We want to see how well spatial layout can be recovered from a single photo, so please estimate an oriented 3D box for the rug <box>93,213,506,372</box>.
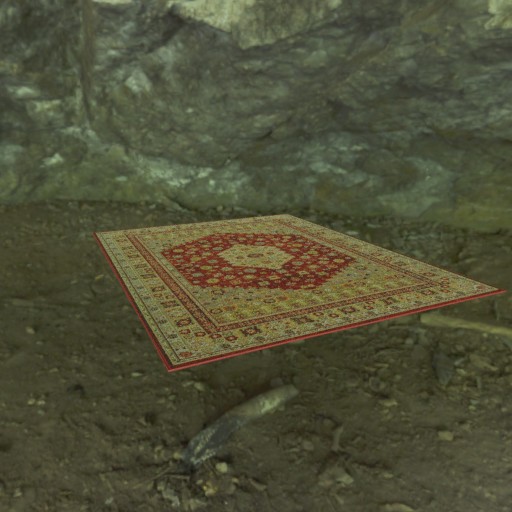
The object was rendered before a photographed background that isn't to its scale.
[{"bbox_3d":[0.000,0.000,3.889,2.387,0.013,3.053,-8,18,-25],"label":"rug"}]
